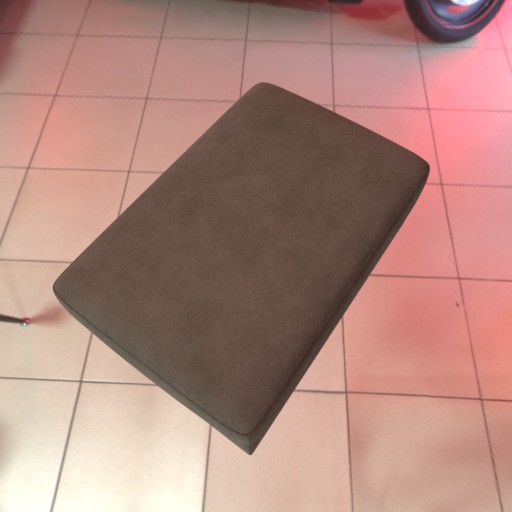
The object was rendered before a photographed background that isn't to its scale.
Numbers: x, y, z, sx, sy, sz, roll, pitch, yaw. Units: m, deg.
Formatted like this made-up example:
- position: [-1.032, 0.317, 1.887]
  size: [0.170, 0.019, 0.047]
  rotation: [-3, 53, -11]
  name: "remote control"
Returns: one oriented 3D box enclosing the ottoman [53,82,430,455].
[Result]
- position: [0.000, 0.000, 1.238]
  size: [0.584, 0.483, 0.864]
  rotation: [32, 66, 16]
  name: "ottoman"
